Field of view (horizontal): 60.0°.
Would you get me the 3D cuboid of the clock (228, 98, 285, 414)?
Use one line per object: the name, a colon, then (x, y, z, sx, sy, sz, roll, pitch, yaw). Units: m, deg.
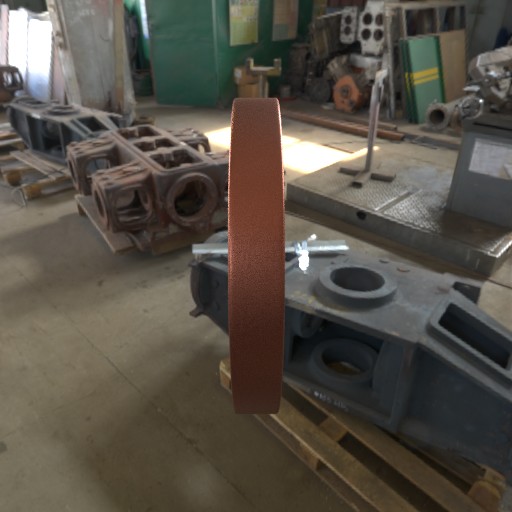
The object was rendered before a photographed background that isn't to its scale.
clock: (0.000, 0.000, 0.467, 0.040, 0.313, 0.313, 0, 32, 0)
